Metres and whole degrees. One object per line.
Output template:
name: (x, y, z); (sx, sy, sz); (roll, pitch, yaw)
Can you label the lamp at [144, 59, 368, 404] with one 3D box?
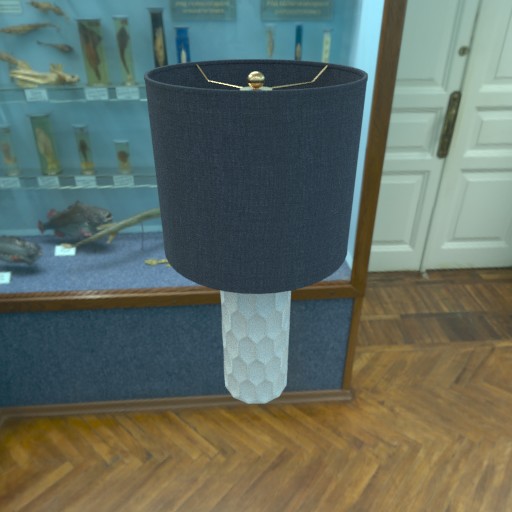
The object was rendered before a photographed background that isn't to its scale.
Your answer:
lamp: (0.000, 0.000, 0.693); (0.277, 0.537, 0.277); (-1, 30, -2)
